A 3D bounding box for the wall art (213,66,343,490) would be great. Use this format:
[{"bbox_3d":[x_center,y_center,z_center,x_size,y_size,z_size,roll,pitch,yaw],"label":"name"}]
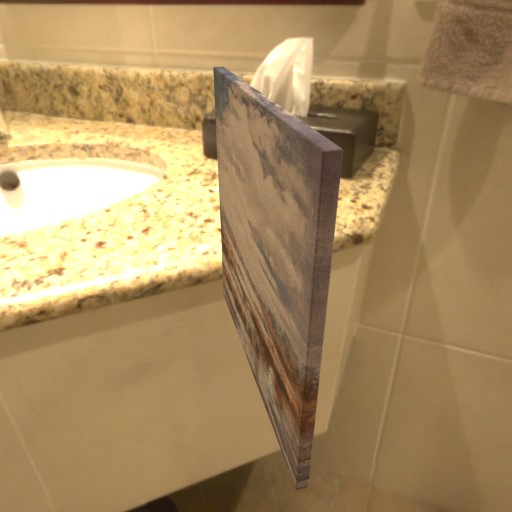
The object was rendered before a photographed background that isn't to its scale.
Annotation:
[{"bbox_3d":[0.000,0.000,1.282,0.035,0.897,0.888,-8,32,-13],"label":"wall art"}]
